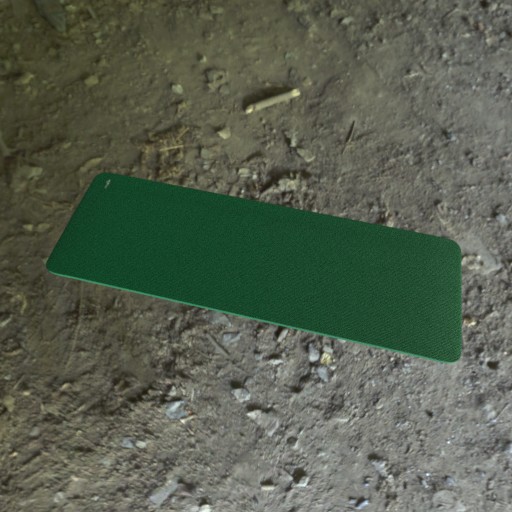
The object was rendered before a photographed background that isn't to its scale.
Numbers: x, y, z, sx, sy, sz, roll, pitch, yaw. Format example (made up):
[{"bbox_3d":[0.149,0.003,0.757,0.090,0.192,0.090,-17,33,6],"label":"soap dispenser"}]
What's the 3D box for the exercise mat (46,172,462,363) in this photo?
[{"bbox_3d":[0.000,0.000,2.067,1.869,0.021,0.616,12,60,7],"label":"exercise mat"}]
